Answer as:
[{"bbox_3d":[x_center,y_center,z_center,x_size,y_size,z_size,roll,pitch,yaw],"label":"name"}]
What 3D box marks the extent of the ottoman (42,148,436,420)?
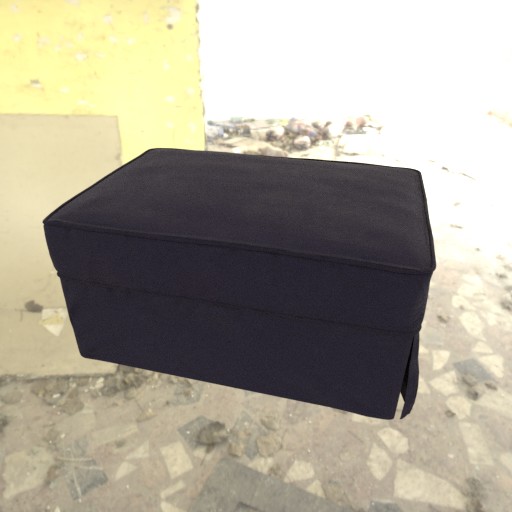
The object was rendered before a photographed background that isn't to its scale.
[{"bbox_3d":[0.000,0.000,1.305,0.938,0.503,0.637,8,31,13],"label":"ottoman"}]
